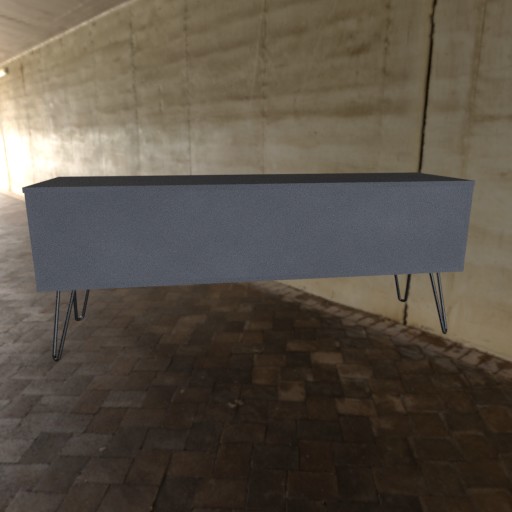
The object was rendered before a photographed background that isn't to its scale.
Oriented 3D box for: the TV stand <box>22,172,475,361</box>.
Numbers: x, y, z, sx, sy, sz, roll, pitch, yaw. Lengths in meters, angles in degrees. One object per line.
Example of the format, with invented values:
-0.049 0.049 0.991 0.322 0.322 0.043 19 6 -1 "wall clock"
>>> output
0.000 0.000 1.618 1.400 0.560 0.400 -2 15 -9 "TV stand"
